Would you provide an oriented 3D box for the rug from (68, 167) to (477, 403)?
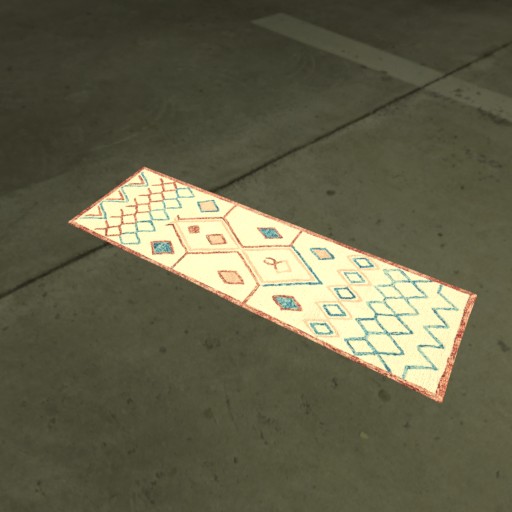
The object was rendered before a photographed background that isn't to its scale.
[{"bbox_3d":[0.000,0.000,2.696,2.435,0.011,0.750,23,50,21],"label":"rug"}]
